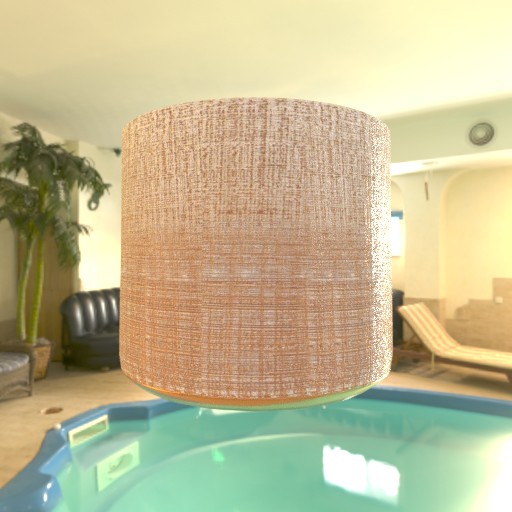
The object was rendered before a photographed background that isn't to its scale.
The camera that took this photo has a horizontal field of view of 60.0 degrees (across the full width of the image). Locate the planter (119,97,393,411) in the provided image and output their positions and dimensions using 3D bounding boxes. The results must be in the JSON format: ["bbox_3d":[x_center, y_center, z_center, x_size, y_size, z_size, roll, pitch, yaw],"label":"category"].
[{"bbox_3d":[0.000,0.000,0.184,0.109,0.096,0.109,0,0,0],"label":"planter"}]
